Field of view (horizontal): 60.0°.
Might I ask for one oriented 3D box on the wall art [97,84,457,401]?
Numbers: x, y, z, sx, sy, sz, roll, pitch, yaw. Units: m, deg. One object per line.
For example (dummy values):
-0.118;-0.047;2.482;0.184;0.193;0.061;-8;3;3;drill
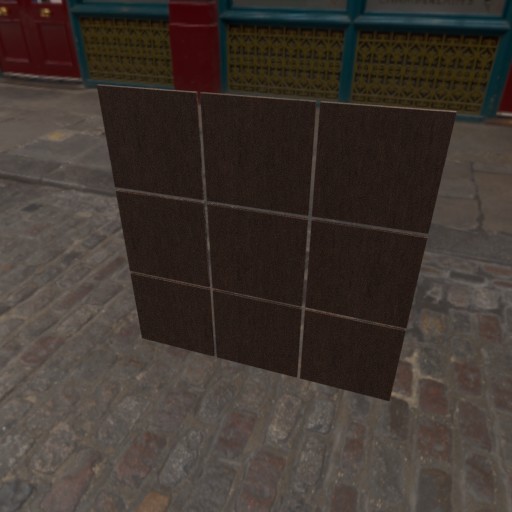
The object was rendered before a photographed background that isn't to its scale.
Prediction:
0.000;0.000;2.206;1.527;1.525;0.014;10;33;16;wall art
